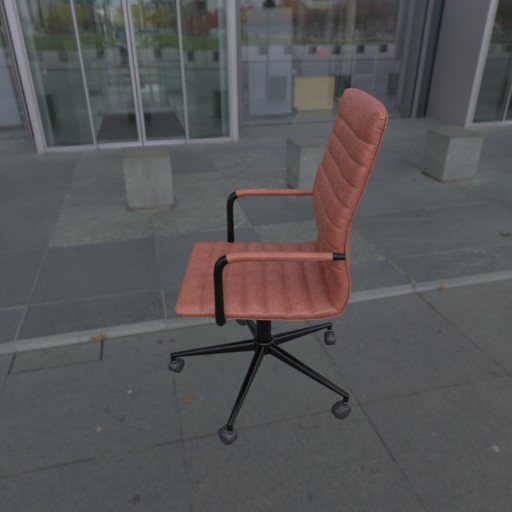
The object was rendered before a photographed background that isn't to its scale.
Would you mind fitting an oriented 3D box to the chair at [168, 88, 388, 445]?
[{"bbox_3d":[0.000,0.000,1.275,0.578,0.878,0.600,0,27,1],"label":"chair"}]
